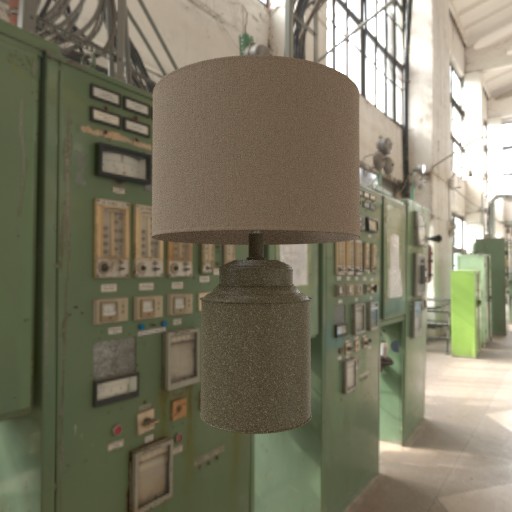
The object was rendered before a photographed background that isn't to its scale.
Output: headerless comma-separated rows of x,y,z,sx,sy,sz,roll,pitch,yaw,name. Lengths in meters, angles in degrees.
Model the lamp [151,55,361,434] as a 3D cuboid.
0.000,0.000,0.691,0.318,0.486,0.318,0,-2,0,lamp
